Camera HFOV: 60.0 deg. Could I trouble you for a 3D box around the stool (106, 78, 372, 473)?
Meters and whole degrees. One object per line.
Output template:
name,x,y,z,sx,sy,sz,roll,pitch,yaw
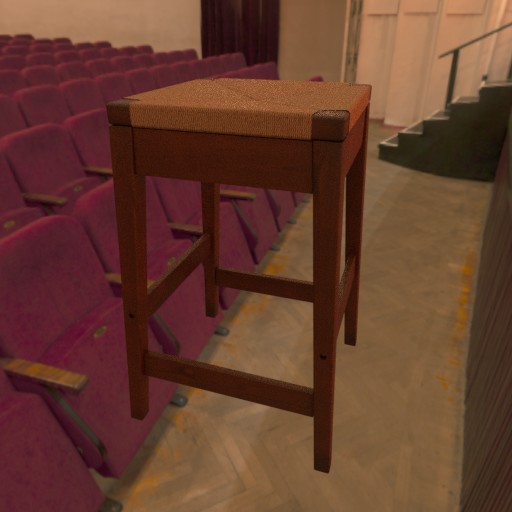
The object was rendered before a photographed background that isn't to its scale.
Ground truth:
stool,0.000,0.000,1.086,0.507,0.762,0.497,9,29,16
